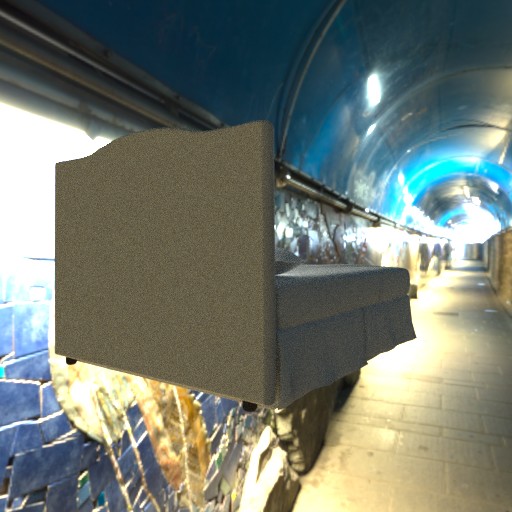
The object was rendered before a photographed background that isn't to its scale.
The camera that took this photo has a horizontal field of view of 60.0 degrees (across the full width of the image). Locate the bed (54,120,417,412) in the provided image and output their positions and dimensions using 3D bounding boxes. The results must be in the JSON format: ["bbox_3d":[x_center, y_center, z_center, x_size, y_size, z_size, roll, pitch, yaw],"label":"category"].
[{"bbox_3d":[0.000,0.000,3.407,1.821,1.436,2.282,1,1,35],"label":"bed"}]
